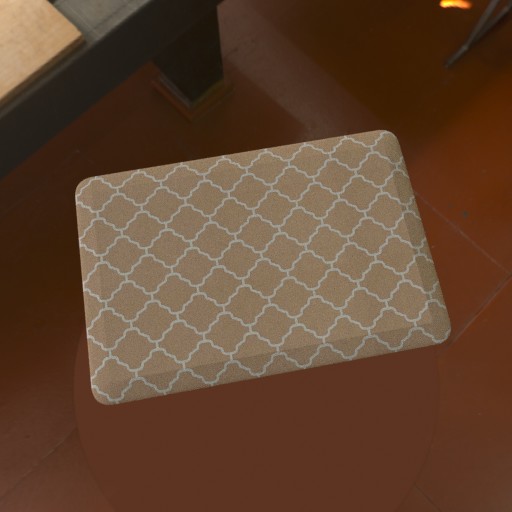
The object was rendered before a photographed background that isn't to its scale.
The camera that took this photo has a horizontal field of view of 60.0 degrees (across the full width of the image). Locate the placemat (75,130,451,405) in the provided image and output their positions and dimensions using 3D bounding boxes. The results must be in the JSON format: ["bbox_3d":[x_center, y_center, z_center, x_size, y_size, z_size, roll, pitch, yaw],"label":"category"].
[{"bbox_3d":[0.000,0.000,0.971,0.762,0.021,0.508,-10,76,-3],"label":"placemat"}]
